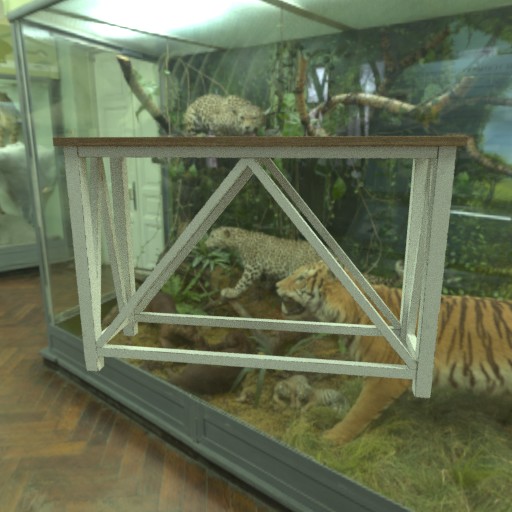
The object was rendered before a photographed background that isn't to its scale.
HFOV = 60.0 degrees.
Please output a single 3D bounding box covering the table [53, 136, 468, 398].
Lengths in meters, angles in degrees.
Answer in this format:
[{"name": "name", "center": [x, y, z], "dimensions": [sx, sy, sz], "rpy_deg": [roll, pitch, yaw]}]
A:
[{"name": "table", "center": [0.000, 0.000, 1.805], "dimensions": [1.400, 0.930, 0.450], "rpy_deg": [2, 14, 8]}]
